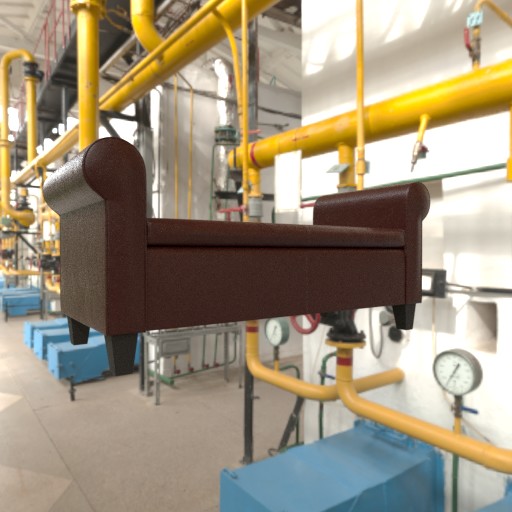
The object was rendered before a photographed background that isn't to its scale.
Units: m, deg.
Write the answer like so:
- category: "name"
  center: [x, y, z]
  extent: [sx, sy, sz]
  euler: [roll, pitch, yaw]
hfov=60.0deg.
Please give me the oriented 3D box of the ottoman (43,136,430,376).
- category: "ottoman"
  center: [0.000, 0.000, 1.521]
  extent: [1.256, 0.547, 0.521]
  euler: [0, 1, -35]
